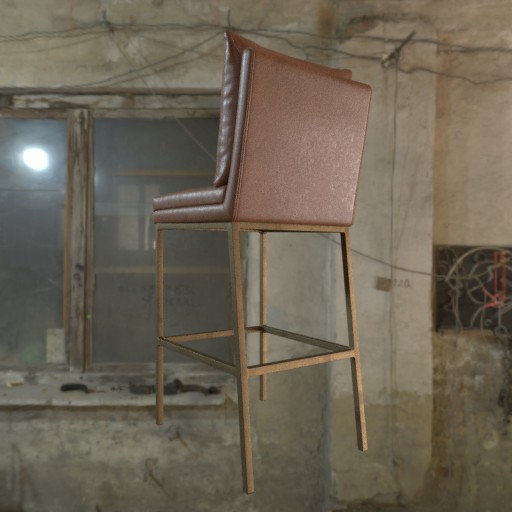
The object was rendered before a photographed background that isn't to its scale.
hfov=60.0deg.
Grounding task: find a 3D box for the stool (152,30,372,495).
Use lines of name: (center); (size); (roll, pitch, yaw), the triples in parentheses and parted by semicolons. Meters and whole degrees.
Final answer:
stool: (0.000, 0.000, 1.382); (0.463, 1.124, 0.571); (0, 1, -35)
